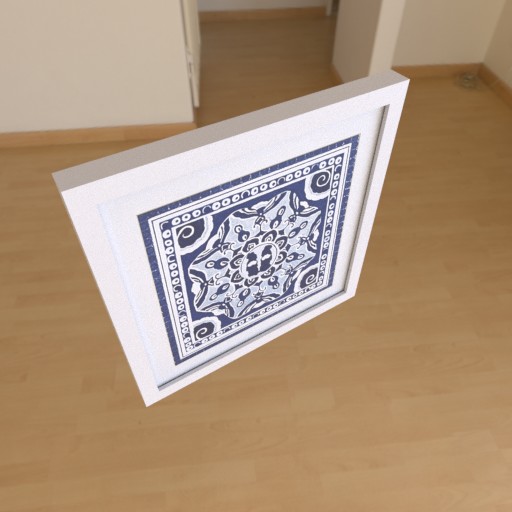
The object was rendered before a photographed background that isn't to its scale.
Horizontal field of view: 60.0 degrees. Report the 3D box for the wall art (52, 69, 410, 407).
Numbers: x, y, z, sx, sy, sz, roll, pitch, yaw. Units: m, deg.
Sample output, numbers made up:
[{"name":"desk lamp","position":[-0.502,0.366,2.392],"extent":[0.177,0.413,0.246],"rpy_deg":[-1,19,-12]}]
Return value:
[{"name":"wall art","position":[0.000,0.000,0.527],"extent":[0.355,0.355,0.027],"rpy_deg":[-24,51,-21]}]
